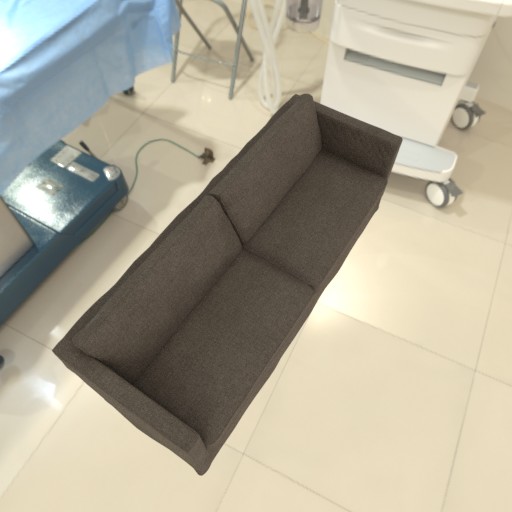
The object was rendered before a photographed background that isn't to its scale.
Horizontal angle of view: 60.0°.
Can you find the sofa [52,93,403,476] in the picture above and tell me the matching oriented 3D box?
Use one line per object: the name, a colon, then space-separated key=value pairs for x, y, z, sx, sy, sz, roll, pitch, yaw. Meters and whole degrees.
sofa: x=0.000 y=0.000 z=3.286 sx=1.036 sy=0.998 sz=2.779 roll=29 pitch=62 yaw=17
